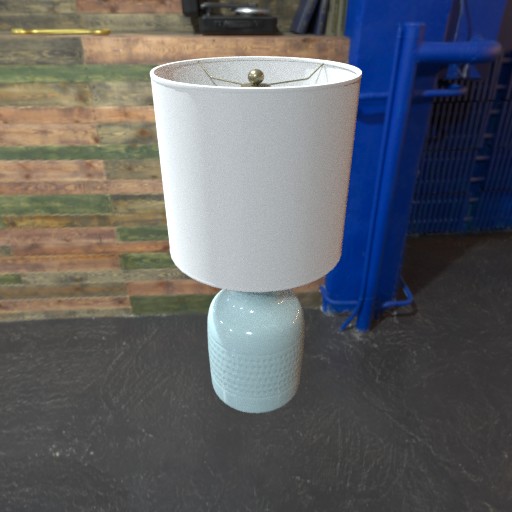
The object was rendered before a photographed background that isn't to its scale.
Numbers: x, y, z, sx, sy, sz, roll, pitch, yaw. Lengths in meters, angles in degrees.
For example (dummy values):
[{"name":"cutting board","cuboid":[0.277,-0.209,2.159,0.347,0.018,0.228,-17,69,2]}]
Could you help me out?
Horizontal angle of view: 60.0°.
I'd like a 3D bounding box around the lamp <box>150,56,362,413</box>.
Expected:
[{"name":"lamp","cuboid":[0.000,0.000,1.111,0.418,0.871,0.418,-1,31,-2]}]
